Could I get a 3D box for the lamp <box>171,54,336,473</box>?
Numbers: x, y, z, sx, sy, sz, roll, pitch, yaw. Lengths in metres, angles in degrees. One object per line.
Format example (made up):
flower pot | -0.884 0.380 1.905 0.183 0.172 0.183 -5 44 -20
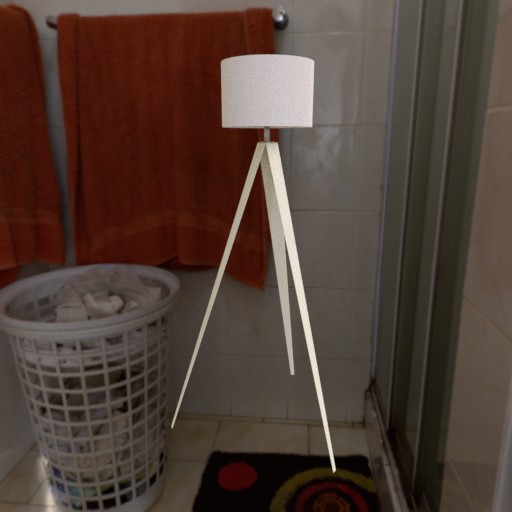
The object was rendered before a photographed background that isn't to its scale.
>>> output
lamp | 0.000 0.000 1.910 0.724 1.524 0.716 2 15 8
